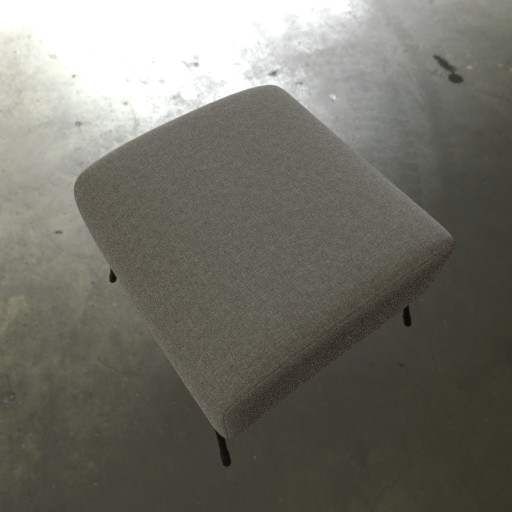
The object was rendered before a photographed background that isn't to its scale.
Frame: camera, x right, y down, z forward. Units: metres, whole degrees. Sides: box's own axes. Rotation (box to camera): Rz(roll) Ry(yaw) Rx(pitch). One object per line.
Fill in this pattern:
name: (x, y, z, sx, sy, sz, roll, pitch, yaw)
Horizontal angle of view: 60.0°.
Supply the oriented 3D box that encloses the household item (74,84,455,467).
household item: (0.000, 0.000, 0.902, 0.530, 0.410, 0.530, -31, 63, -18)
